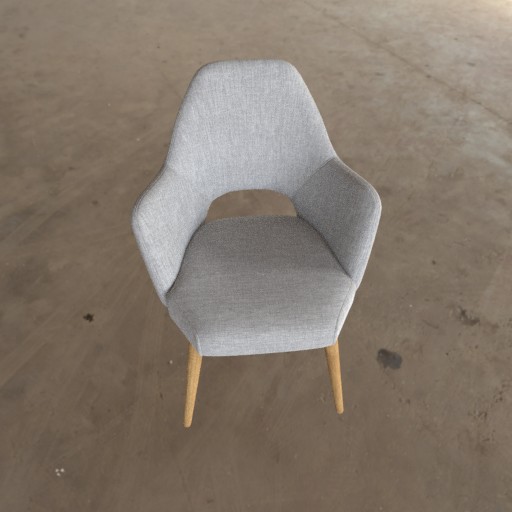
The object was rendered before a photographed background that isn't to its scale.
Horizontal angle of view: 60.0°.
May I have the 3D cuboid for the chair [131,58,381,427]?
[{"bbox_3d":[0.000,0.000,1.220,0.590,0.840,0.610,-4,46,-4],"label":"chair"}]
